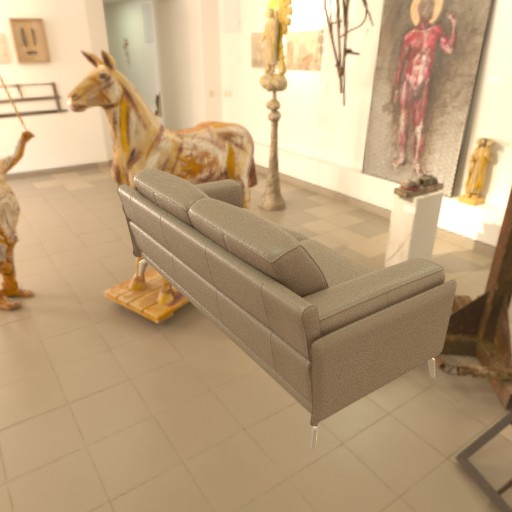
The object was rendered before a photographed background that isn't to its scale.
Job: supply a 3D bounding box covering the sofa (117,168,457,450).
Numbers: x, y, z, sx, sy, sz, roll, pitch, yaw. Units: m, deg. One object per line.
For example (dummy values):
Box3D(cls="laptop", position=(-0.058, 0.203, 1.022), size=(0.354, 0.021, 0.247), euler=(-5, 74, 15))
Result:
Box3D(cls="sofa", position=(0.000, 0.000, 2.720), size=(1.049, 0.930, 2.101), euler=(-17, 30, -31))
